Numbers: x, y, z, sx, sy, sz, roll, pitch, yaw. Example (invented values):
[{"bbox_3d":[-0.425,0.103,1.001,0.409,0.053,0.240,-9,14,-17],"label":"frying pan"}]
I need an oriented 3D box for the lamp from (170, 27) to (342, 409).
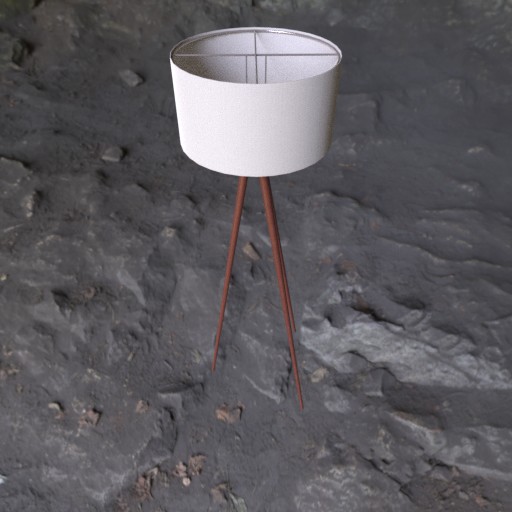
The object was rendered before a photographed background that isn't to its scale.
[{"bbox_3d":[0.000,0.000,1.771,0.483,1.553,0.483,-1,42,-1],"label":"lamp"}]
